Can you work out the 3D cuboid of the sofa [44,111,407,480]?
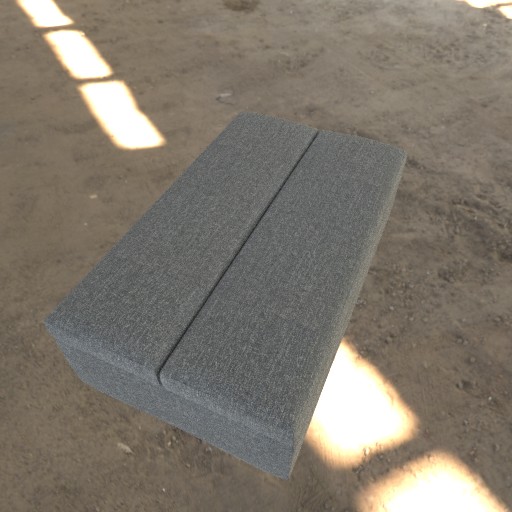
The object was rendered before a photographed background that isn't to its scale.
[{"bbox_3d":[0.000,0.000,1.583,0.782,0.417,1.198,19,50,16],"label":"sofa"}]
